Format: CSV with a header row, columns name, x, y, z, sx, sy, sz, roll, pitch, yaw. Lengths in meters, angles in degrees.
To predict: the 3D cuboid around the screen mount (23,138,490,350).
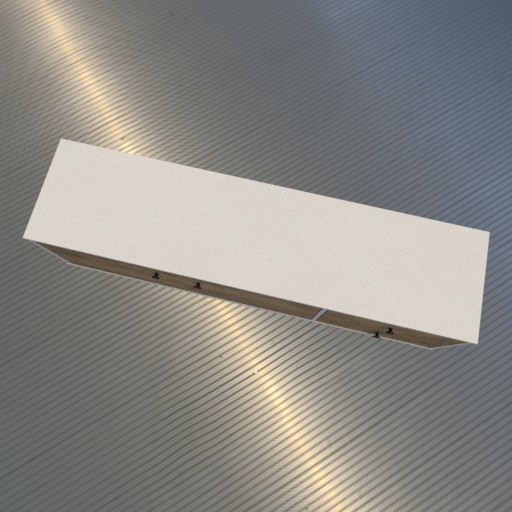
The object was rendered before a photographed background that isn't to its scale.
name,x,y,z,sx,sy,sz,roll,pitch,yaw
screen mount,0.000,0.000,1.814,1.600,0.520,0.418,13,76,3
